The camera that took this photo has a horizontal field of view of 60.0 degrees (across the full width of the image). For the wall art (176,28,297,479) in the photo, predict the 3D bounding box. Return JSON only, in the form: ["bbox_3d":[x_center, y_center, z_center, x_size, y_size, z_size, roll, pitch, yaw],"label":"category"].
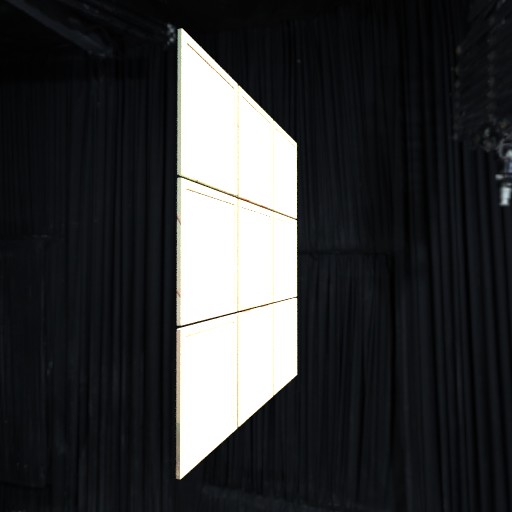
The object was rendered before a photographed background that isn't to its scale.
[{"bbox_3d":[0.000,0.000,1.770,0.013,1.219,1.214,0,-1,20],"label":"wall art"}]
